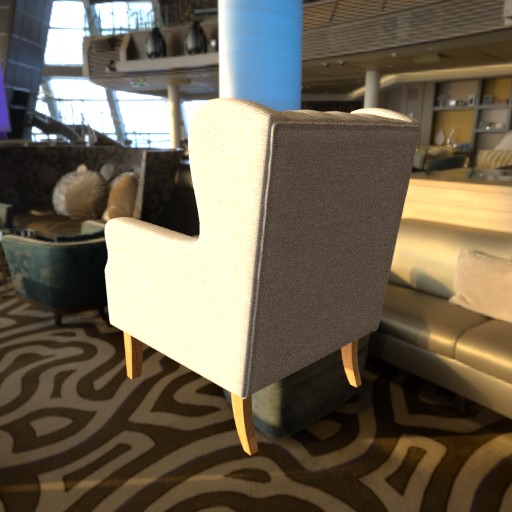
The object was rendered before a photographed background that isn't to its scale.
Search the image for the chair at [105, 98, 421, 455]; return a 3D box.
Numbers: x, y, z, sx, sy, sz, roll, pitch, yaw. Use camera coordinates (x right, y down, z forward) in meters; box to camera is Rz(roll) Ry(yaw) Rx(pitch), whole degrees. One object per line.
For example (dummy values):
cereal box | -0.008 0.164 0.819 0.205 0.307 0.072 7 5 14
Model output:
chair | 0.000 0.000 1.459 0.710 0.930 0.760 -14 21 -41
